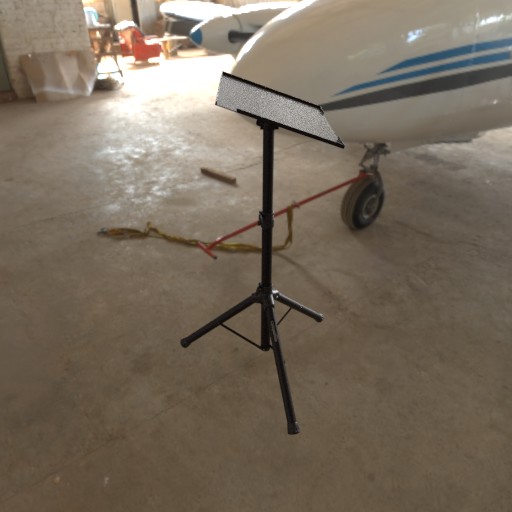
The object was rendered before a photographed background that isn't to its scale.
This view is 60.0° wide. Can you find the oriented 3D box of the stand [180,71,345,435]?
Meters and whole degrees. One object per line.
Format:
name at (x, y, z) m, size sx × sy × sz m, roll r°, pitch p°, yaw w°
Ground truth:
stand at (0.000, 0.000, 1.651) m, size 0.702 × 1.198 × 0.702 m, roll -1°, pitch 32°, yaw -1°
